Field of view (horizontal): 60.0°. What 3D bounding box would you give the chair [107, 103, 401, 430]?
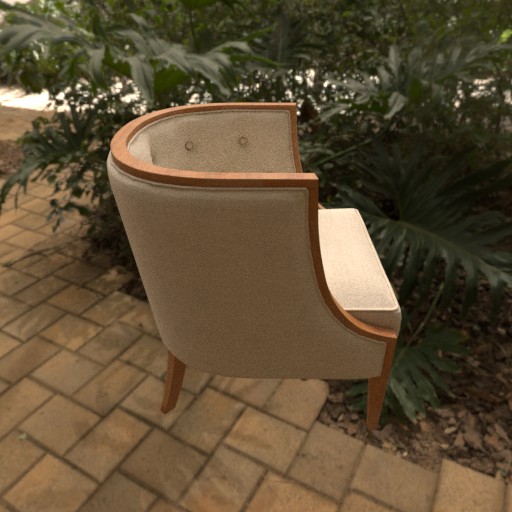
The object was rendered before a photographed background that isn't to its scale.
[{"bbox_3d":[0.000,0.000,1.380,0.757,0.775,0.711,0,31,1],"label":"chair"}]
